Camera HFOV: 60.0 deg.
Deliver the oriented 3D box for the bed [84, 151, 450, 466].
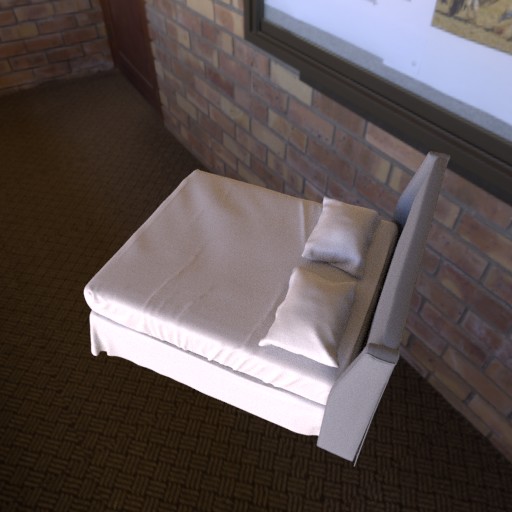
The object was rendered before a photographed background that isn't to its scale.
[{"bbox_3d":[0.000,0.000,3.401,2.276,1.332,1.925,18,48,17],"label":"bed"}]
